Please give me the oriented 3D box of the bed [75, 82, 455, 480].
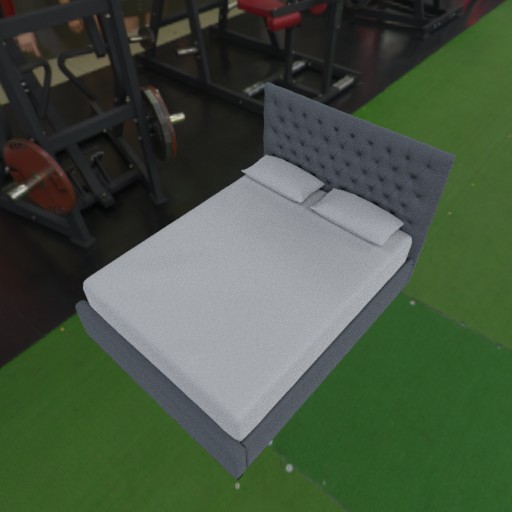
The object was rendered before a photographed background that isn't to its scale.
[{"bbox_3d":[0.000,0.000,3.312,1.698,1.427,2.231,33,54,28],"label":"bed"}]
